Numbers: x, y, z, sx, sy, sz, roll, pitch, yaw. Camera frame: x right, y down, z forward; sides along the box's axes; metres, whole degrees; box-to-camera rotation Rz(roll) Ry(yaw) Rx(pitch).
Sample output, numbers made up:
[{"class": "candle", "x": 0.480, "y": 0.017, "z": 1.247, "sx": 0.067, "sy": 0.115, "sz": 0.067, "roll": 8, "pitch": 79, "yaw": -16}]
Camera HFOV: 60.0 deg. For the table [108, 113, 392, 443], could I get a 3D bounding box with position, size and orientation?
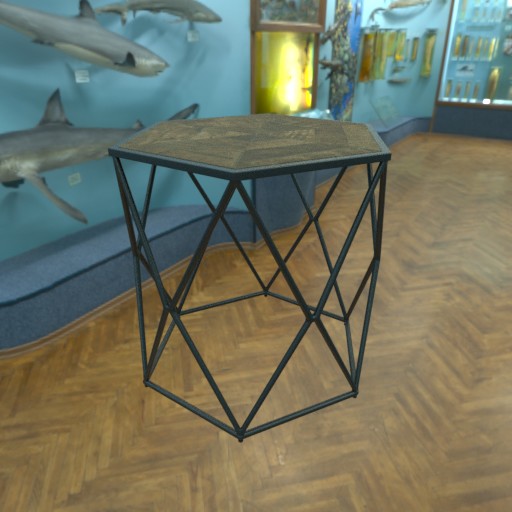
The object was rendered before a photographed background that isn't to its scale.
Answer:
[{"class": "table", "x": 0.000, "y": 0.000, "z": 1.043, "sx": 0.578, "sy": 0.564, "sz": 0.579, "roll": 17, "pitch": 31, "yaw": 31}]
